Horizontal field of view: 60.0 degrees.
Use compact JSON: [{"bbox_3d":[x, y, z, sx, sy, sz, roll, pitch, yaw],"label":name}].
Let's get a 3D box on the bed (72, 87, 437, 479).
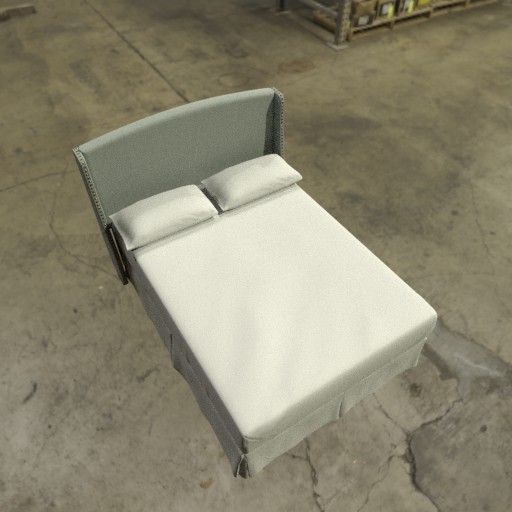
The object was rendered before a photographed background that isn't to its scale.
[{"bbox_3d":[0.000,0.000,3.278,1.710,1.407,2.237,-25,52,-21],"label":"bed"}]
